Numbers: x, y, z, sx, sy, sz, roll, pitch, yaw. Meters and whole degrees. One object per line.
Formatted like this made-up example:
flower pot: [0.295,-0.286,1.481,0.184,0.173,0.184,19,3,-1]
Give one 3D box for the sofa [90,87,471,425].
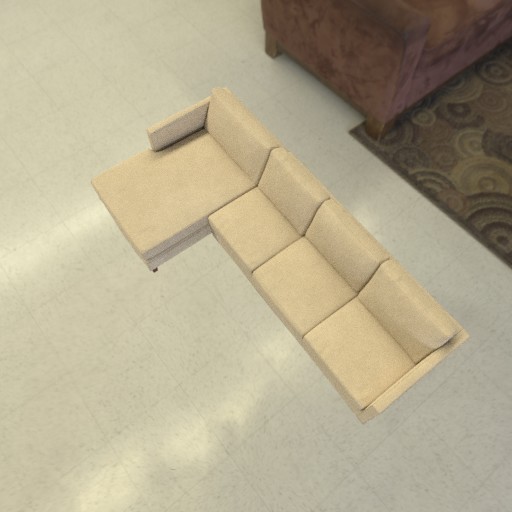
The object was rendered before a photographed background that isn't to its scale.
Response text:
sofa: [0.000,0.000,3.842,1.625,0.846,3.186,-33,68,-15]
